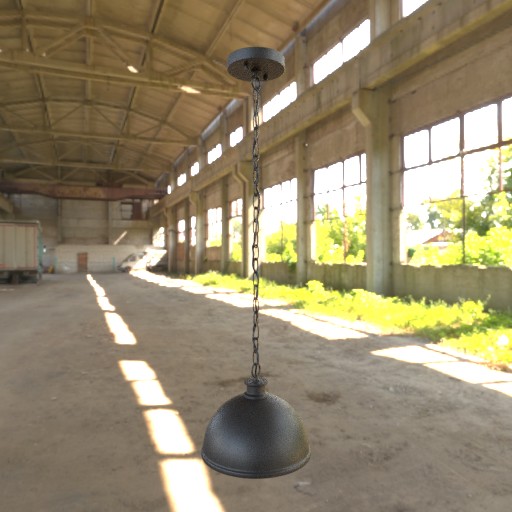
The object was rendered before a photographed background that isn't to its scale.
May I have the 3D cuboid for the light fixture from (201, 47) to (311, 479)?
[{"bbox_3d":[0.000,0.000,1.234,0.304,1.090,0.304,0,0,35],"label":"light fixture"}]
